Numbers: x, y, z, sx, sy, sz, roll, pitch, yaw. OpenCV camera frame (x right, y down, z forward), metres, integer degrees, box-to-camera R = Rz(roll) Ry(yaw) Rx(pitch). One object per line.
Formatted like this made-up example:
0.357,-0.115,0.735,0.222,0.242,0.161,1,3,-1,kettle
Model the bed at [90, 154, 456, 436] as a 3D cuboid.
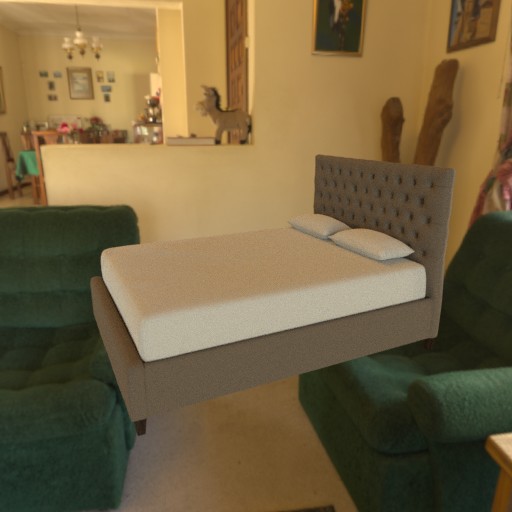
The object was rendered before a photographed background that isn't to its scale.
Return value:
0.000,0.000,3.541,2.387,1.427,1.698,-8,18,-25,bed
